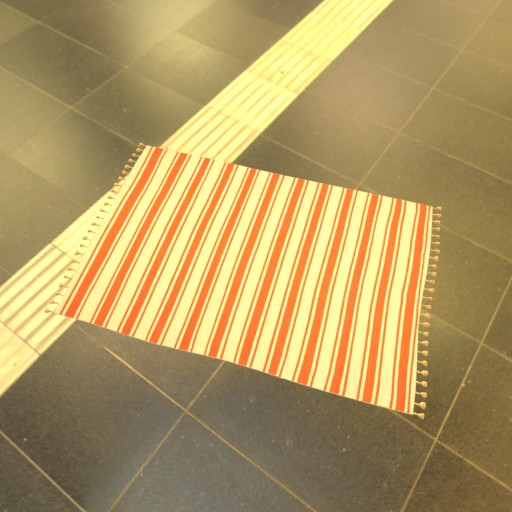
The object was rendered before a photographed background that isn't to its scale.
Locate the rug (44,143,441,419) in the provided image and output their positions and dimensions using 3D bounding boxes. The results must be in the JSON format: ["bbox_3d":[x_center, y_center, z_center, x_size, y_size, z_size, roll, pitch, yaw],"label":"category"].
[{"bbox_3d":[0.000,0.000,3.057,2.433,0.022,1.556,14,60,8],"label":"rug"}]
